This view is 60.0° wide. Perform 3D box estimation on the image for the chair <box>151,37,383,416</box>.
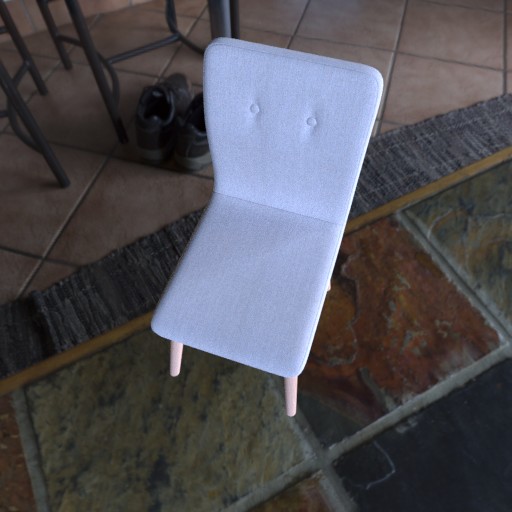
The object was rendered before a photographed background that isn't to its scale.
[{"bbox_3d":[0.000,0.000,1.198,0.435,0.885,0.550,16,59,10],"label":"chair"}]
